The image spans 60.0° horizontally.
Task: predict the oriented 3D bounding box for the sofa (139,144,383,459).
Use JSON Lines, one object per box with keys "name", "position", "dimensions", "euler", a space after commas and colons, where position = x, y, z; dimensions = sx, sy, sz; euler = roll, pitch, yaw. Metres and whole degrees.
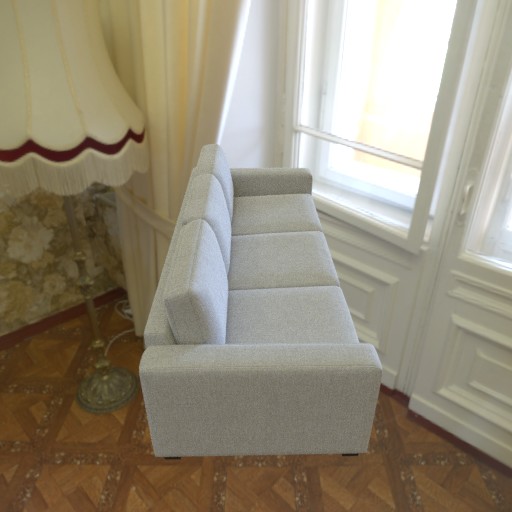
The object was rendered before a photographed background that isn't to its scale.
{"name": "sofa", "position": [0.000, 0.000, 2.567], "dimensions": [0.900, 0.800, 2.120], "euler": [-1, 31, -1]}
